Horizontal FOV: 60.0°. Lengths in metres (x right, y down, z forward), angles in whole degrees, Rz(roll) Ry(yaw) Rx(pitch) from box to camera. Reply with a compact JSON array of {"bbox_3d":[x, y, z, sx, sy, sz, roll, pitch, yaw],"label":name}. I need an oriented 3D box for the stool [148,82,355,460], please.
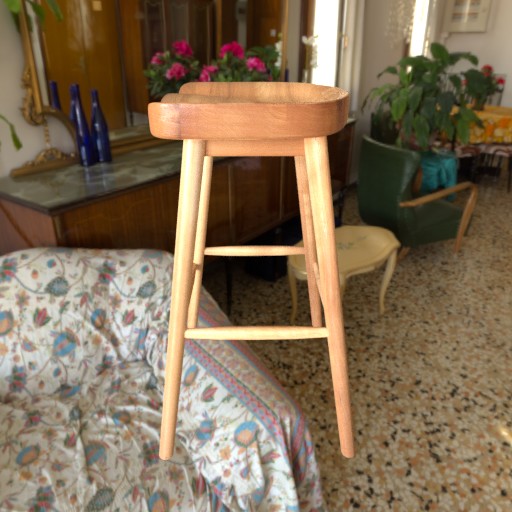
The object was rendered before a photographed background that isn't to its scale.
[{"bbox_3d":[0.000,0.000,0.874,0.361,0.615,0.440,0,25,-1],"label":"stool"}]
